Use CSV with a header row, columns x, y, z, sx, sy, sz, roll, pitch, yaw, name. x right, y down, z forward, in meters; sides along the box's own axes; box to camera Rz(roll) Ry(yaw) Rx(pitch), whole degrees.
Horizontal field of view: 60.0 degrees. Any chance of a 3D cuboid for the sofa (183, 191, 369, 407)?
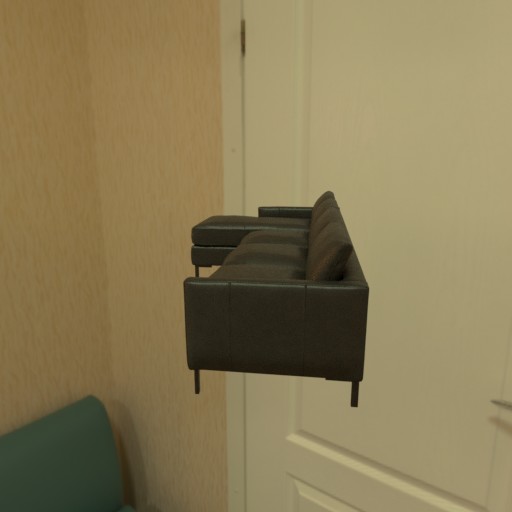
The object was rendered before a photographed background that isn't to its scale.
x,y,z,sx,sy,sz,roll,pitch,yaw,name
0.000,0.000,3.618,1.471,0.859,2.993,2,14,7,sofa
